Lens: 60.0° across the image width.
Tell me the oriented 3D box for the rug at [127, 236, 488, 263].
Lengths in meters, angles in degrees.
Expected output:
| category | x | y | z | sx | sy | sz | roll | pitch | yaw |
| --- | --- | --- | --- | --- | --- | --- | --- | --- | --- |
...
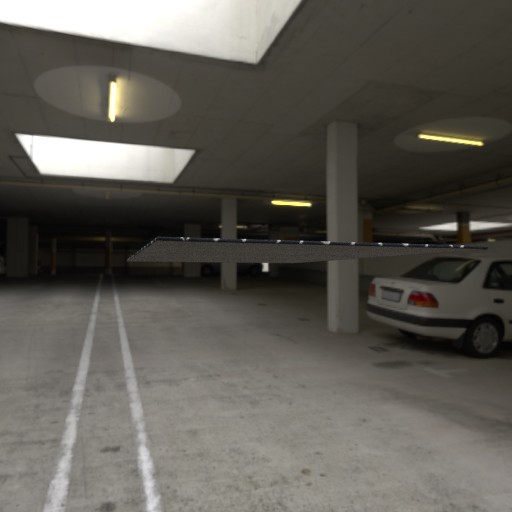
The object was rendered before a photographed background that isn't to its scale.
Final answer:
| category | x | y | z | sx | sy | sz | roll | pitch | yaw |
| --- | --- | --- | --- | --- | --- | --- | --- | --- | --- |
| rug | 0.000 | 0.000 | 2.315 | 1.223 | 0.013 | 1.830 | 1 | -3 | -19 |
